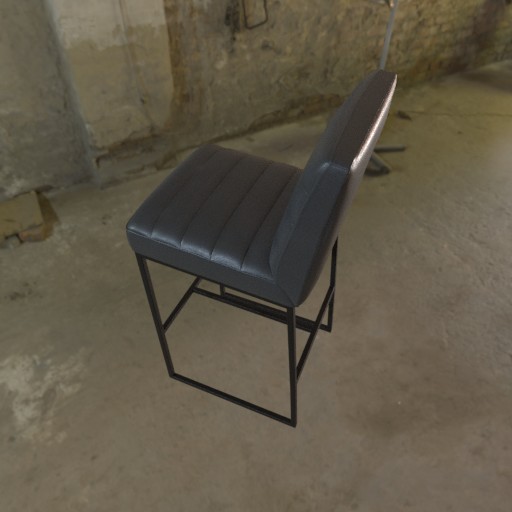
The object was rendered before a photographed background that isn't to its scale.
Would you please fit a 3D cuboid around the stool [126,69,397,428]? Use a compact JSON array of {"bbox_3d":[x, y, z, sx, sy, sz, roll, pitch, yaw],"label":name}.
[{"bbox_3d":[0.000,0.000,1.327,0.552,1.040,0.457,17,47,16],"label":"stool"}]
